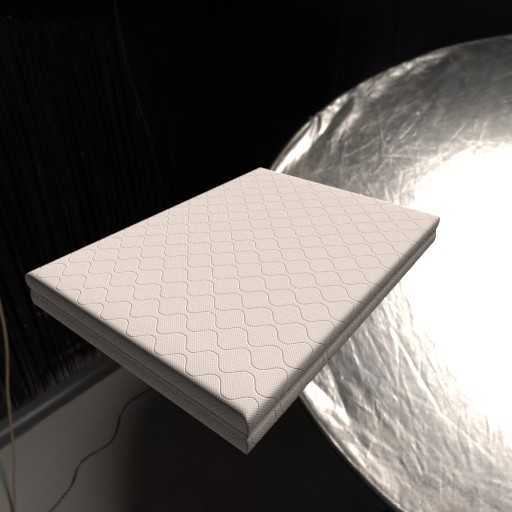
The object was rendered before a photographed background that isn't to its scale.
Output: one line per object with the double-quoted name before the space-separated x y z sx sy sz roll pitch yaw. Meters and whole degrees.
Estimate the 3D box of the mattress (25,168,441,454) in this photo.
"mattress" 0.000 0.000 2.481 1.400 0.200 1.900 22 38 32
